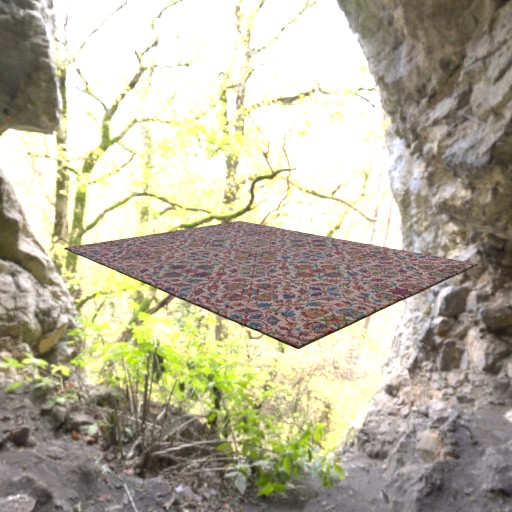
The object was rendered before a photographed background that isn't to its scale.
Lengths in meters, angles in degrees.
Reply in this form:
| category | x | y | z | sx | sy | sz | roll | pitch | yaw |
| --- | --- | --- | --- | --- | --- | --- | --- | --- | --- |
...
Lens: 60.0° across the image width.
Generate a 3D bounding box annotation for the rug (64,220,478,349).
| category | x | y | z | sx | sy | sz | roll | pitch | yaw |
| --- | --- | --- | --- | --- | --- | --- | --- | --- | --- |
| rug | 0.000 | 0.000 | 4.282 | 2.446 | 0.020 | 3.215 | -13 | 19 | -42 |
